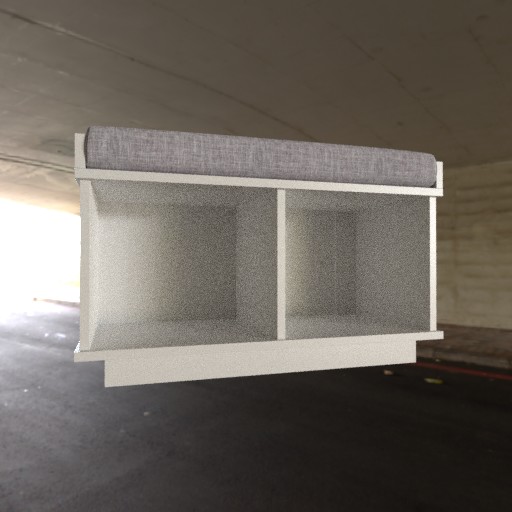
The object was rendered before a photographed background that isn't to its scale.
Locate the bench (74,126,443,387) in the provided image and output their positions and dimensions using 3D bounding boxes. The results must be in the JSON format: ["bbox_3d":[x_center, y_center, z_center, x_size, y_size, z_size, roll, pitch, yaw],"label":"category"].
[{"bbox_3d":[0.000,0.000,1.004,0.734,0.461,0.362,0,0,-17],"label":"bench"}]
